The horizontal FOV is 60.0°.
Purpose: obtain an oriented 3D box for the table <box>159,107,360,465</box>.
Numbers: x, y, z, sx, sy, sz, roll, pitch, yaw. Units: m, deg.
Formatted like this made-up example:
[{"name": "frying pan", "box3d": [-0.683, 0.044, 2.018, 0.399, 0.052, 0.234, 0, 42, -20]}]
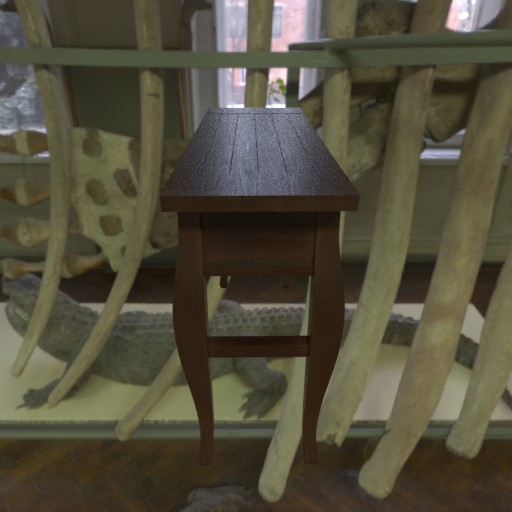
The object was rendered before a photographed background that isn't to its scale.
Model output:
[{"name": "table", "box3d": [0.000, 0.000, 1.431, 0.373, 0.768, 1.062, 0, 26, -1]}]
